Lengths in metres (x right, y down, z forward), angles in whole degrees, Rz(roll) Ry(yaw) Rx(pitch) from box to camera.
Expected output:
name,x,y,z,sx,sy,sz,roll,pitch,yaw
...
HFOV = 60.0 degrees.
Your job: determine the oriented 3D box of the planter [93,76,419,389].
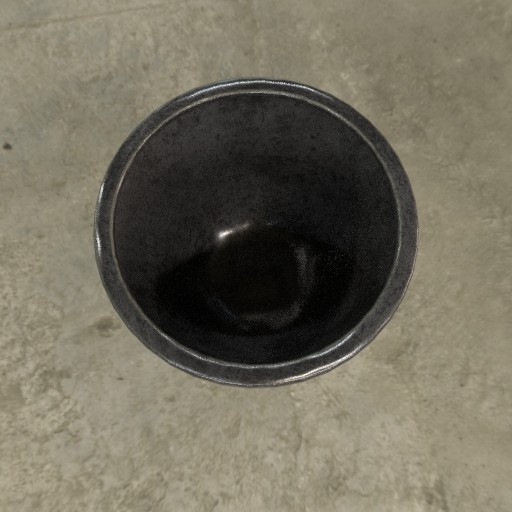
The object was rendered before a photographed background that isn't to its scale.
name,x,y,z,sx,sy,sz,roll,pitch,yaw
planter,0.000,0.000,0.355,0.197,0.191,0.197,0,76,0
